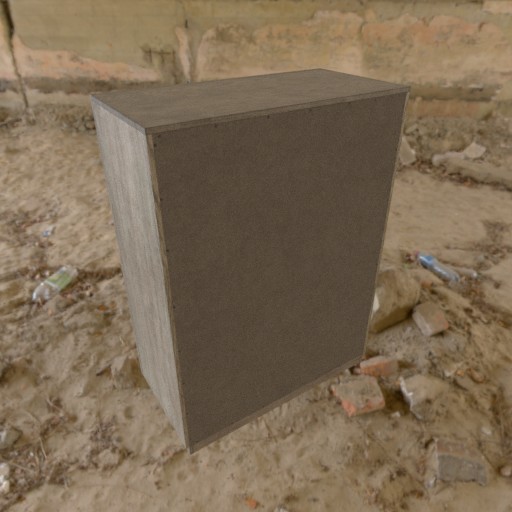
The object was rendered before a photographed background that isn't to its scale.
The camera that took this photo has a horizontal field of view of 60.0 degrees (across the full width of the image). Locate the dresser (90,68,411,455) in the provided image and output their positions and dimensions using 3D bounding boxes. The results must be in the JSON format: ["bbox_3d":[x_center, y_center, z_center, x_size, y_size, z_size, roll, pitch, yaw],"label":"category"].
[{"bbox_3d":[0.000,0.000,1.815,0.967,1.295,0.483,-19,36,-28],"label":"dresser"}]
